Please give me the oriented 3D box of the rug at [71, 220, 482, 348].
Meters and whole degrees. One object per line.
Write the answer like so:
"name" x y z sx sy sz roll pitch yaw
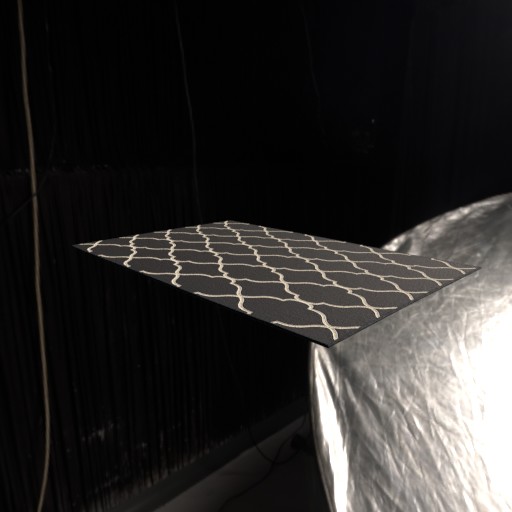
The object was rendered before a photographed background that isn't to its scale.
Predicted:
"rug" 0.000 0.000 2.919 1.528 0.014 2.294 -14 20 -43
